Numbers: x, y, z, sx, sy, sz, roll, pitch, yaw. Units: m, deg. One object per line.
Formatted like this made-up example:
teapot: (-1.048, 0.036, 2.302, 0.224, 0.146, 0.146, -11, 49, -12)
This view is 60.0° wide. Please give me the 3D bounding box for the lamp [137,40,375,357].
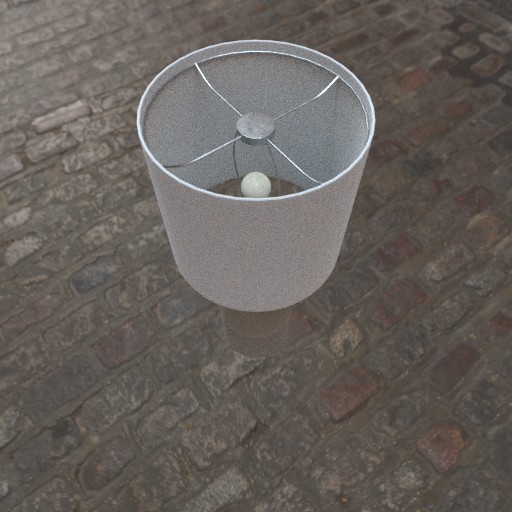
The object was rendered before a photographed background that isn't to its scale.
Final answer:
lamp: (0.000, 0.000, 0.605, 0.212, 0.493, 0.212, -32, 63, -19)
